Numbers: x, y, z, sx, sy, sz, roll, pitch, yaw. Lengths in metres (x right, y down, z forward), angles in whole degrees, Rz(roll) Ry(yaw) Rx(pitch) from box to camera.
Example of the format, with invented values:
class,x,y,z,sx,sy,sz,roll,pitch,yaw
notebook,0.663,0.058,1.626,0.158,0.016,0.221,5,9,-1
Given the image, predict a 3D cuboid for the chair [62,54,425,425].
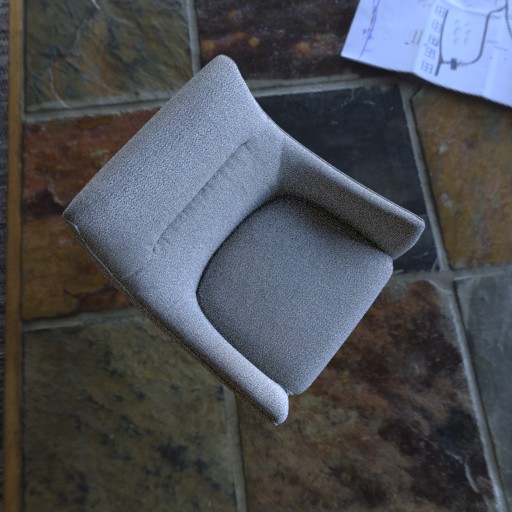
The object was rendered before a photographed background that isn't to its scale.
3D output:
class,x,y,z,sx,sy,sz,roll,pitch,yaw
chair,0.000,0.000,1.471,0.787,0.838,0.762,38,78,10
